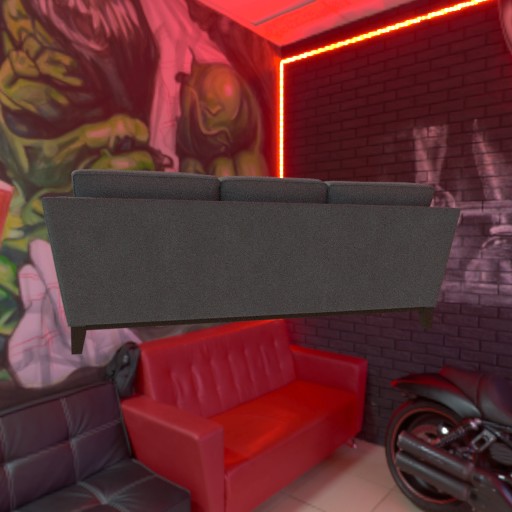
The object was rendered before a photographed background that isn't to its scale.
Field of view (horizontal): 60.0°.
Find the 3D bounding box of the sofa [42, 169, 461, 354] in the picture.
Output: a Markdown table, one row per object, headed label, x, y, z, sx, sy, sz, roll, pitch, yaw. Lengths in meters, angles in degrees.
| label | x | y | z | sx | sy | sz | roll | pitch | yaw |
| --- | --- | --- | --- | --- | --- | --- | --- | --- | --- |
| sofa | 0.000 | 0.000 | 2.872 | 2.387 | 0.940 | 0.965 | -1 | 2 | -18 |
